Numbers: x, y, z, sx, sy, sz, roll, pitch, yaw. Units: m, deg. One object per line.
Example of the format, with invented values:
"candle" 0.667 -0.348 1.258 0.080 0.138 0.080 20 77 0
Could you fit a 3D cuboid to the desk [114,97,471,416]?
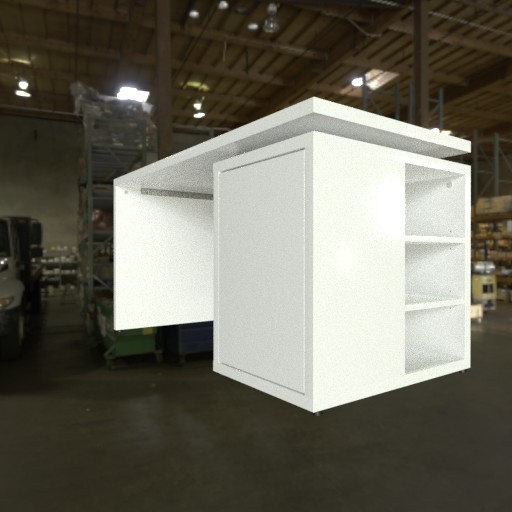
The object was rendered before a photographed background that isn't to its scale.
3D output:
"desk" 0.000 0.000 1.789 0.690 0.740 1.400 0 0 -36
